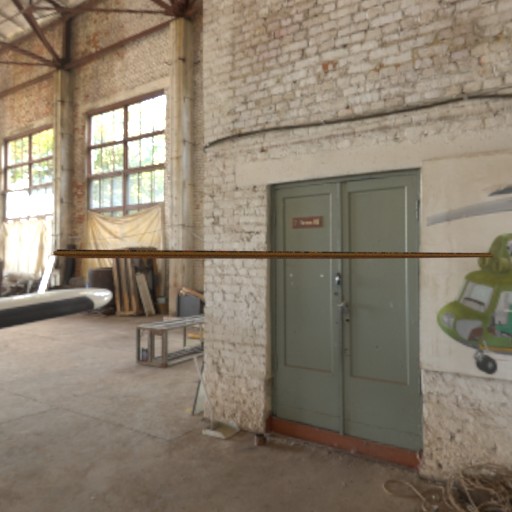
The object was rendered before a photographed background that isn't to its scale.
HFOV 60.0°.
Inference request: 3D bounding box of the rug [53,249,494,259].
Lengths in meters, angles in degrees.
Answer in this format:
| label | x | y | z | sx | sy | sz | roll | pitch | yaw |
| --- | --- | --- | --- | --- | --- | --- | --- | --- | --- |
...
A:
| label | x | y | z | sx | sy | sz | roll | pitch | yaw |
| --- | --- | --- | --- | --- | --- | --- | --- | --- | --- |
| rug | 0.000 | 0.000 | 2.806 | 2.204 | 0.024 | 1.588 | 0 | -1 | -19 |
